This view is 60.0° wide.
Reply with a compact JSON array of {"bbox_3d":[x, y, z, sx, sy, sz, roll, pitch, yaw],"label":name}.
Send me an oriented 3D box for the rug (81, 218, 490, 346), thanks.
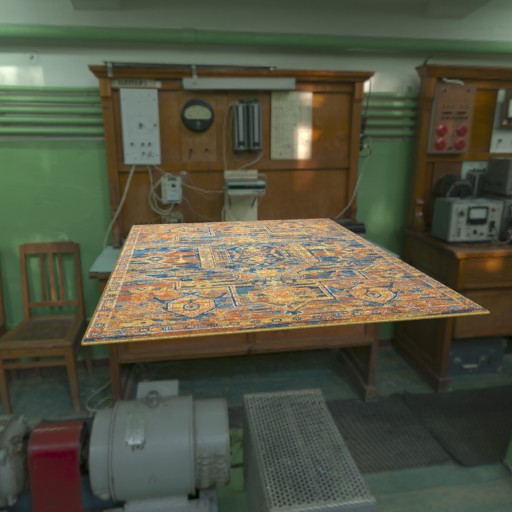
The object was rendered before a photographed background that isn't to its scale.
[{"bbox_3d":[0.000,0.000,3.998,2.435,0.031,3.040,-3,16,-10],"label":"rug"}]
